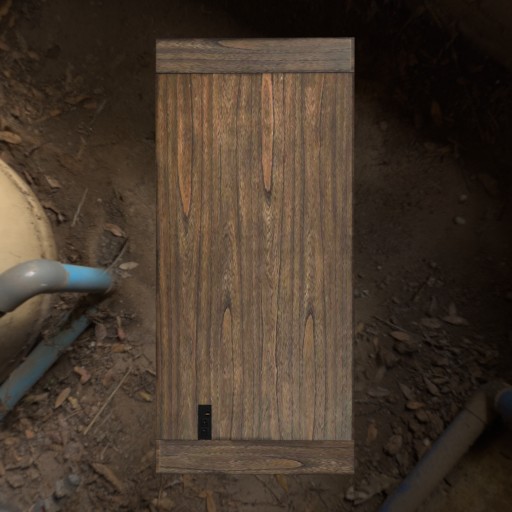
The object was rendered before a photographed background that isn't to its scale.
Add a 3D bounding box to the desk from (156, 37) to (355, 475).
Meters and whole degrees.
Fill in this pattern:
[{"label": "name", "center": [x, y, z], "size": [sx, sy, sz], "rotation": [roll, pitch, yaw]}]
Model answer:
[{"label": "desk", "center": [0.000, 0.000, 1.957], "size": [0.711, 0.751, 1.590], "rotation": [0, 90, 1]}]
